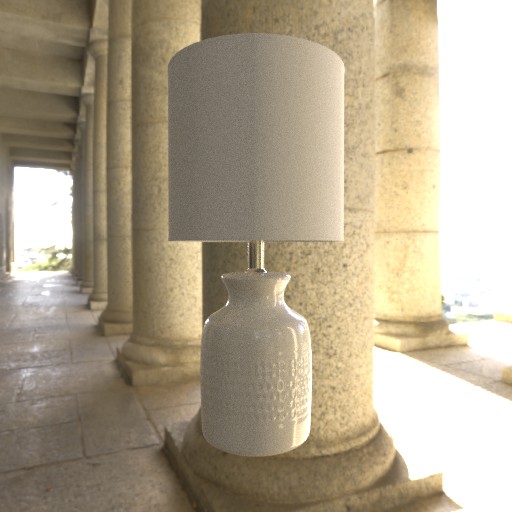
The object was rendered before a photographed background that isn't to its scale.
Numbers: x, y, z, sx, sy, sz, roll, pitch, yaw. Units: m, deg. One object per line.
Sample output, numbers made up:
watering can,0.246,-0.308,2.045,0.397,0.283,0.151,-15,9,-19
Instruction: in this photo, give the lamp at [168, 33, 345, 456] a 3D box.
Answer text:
lamp,0.000,0.000,0.484,0.188,0.392,0.188,1,2,37
